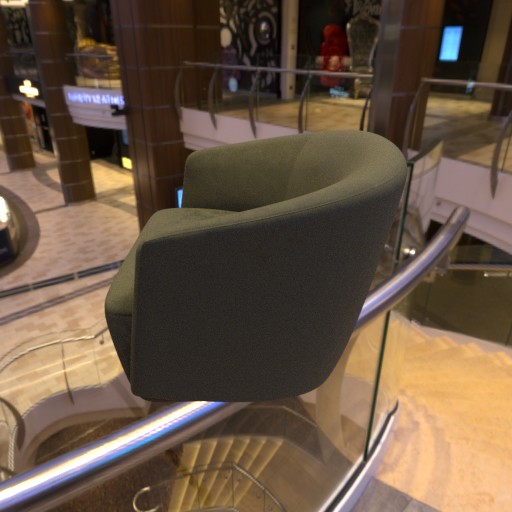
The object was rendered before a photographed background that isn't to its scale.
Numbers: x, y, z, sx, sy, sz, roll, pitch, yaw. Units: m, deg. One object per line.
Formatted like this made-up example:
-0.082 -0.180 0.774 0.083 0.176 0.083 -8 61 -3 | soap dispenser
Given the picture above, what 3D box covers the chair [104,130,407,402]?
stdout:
0.000 0.000 1.342 0.767 0.698 0.773 0 26 0 | chair
